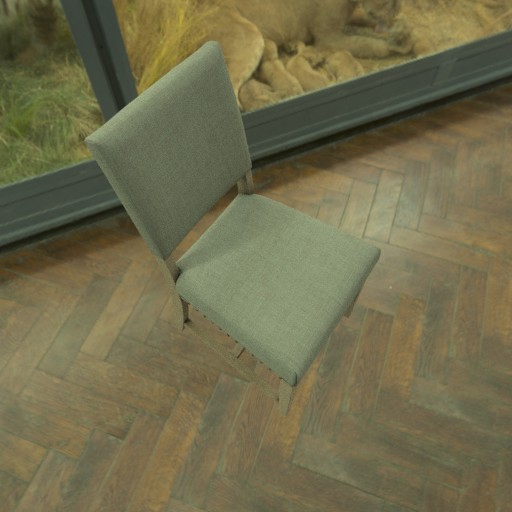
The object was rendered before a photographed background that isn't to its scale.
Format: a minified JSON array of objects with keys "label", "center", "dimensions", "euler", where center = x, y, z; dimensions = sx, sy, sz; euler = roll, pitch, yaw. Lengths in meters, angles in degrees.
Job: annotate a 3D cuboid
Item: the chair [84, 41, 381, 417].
[{"label":"chair","center":[0.000,0.000,1.359],"dimensions":[0.622,0.986,0.508],"euler":[31,63,17]}]
